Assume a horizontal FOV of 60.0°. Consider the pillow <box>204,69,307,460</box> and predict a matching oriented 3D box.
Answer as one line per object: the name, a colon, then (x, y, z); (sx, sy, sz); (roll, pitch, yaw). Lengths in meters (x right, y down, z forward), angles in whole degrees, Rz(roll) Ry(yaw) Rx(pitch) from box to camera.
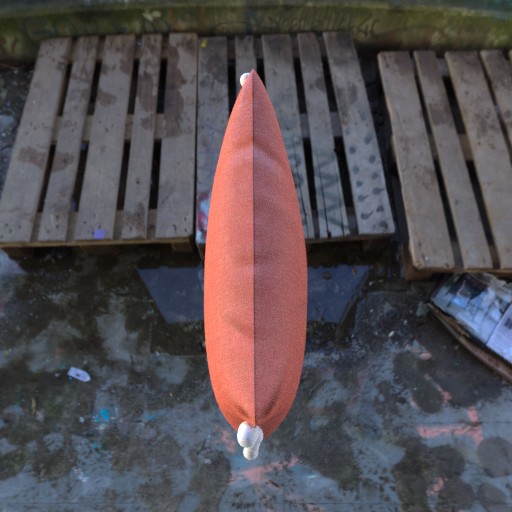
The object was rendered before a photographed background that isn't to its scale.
pillow: (0.000, 0.000, 0.859); (0.201, 0.322, 0.709); (0, 63, 0)
